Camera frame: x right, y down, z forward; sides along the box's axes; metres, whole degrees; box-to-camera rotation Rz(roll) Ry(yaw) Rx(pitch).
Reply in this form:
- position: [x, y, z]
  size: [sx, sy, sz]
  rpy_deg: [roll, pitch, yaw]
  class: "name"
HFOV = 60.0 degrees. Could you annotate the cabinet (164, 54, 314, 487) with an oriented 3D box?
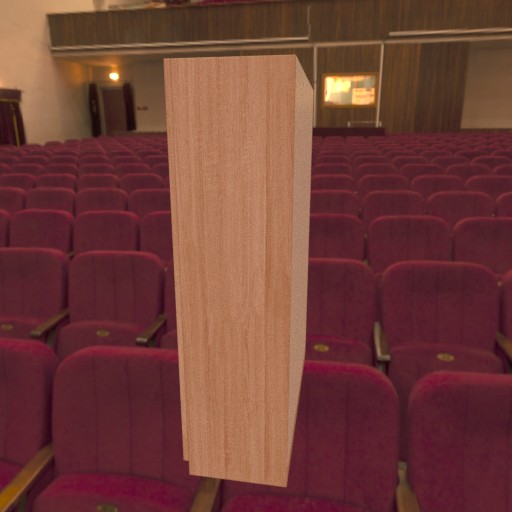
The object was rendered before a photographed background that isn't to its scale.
- position: [0.000, 0.000, 2.837]
  size: [0.590, 2.120, 1.500]
  rpy_deg: [3, 15, 10]
  class: "cabinet"
